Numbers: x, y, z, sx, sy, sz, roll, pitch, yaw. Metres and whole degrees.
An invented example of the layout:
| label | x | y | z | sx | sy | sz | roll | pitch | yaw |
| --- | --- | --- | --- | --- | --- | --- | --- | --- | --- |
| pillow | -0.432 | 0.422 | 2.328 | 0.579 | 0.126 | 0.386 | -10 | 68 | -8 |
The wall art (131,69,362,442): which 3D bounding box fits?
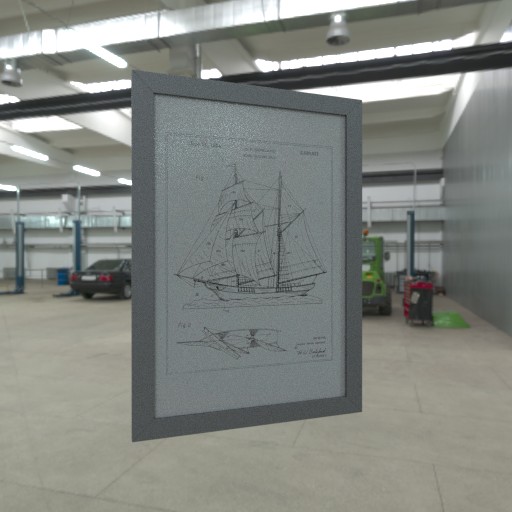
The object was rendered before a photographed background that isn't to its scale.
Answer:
| label | x | y | z | sx | sy | sz | roll | pitch | yaw |
| --- | --- | --- | --- | --- | --- | --- | --- | --- | --- |
| wall art | 0.000 | 0.000 | 0.702 | 0.380 | 0.534 | 0.013 | 0 | 0 | -19 |
